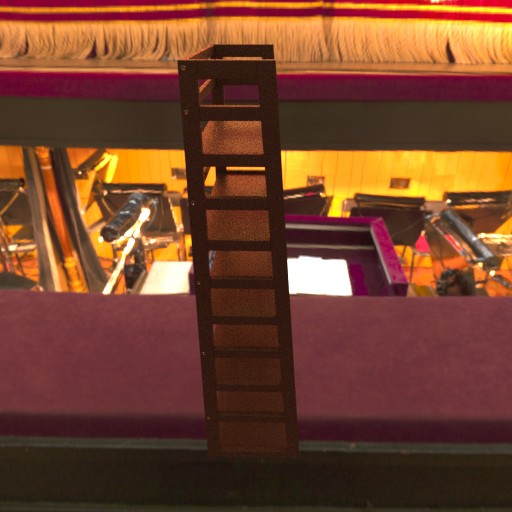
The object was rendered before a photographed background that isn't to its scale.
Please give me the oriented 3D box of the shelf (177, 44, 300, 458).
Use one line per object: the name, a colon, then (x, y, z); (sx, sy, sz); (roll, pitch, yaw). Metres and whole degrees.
shelf: (0.000, 0.000, 1.898); (0.403, 1.600, 0.763); (1, 28, 1)
